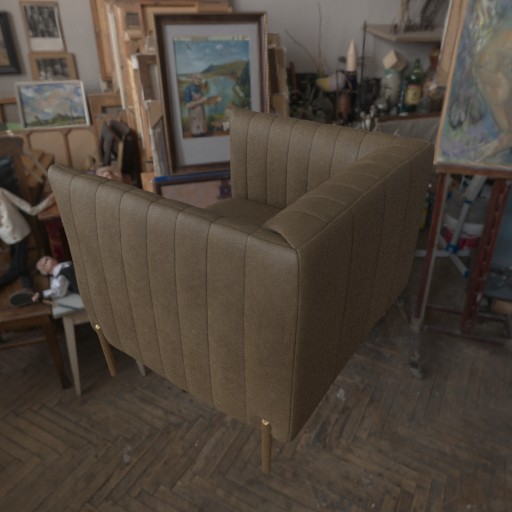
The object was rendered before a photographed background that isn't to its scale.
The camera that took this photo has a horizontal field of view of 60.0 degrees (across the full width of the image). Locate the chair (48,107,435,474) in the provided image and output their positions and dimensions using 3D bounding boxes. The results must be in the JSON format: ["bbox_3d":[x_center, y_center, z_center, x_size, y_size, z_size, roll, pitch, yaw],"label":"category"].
[{"bbox_3d":[0.000,0.000,1.580,0.876,0.779,0.981,20,37,30],"label":"chair"}]
